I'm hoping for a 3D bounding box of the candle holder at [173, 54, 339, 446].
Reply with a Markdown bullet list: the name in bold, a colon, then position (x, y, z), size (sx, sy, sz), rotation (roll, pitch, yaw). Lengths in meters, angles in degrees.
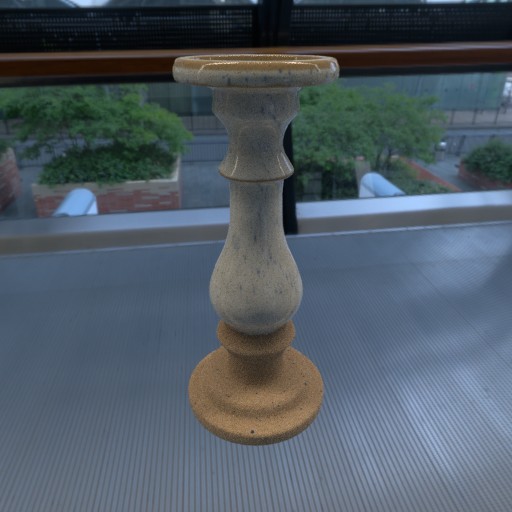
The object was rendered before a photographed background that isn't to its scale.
- **candle holder**: position (0.000, 0.000, 0.248), size (0.088, 0.203, 0.088), rotation (0, 27, 0)
